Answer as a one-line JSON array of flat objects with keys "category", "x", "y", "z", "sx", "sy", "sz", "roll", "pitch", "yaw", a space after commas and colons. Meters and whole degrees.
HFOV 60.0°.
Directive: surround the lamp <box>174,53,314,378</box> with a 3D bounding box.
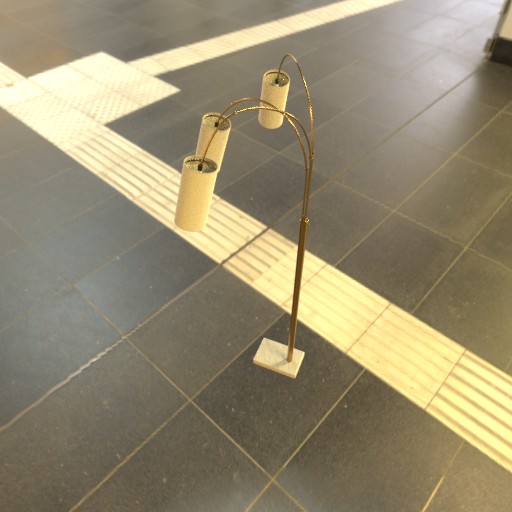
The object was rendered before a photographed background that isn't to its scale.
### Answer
[{"category": "lamp", "x": 0.000, "y": 0.000, "z": 2.508, "sx": 0.667, "sy": 2.055, "sz": 1.020, "roll": 17, "pitch": 49, "yaw": 16}]
